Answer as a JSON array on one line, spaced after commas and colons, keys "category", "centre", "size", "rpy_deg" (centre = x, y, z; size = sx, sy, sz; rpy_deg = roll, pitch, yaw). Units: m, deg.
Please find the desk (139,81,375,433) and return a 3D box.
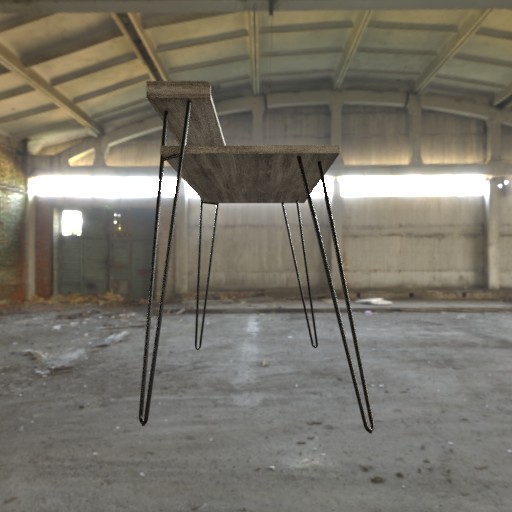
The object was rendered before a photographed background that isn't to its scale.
[{"category": "desk", "centre": [0.000, 0.000, 1.666], "size": [0.605, 0.899, 1.135], "rpy_deg": [0, -1, 1]}]
